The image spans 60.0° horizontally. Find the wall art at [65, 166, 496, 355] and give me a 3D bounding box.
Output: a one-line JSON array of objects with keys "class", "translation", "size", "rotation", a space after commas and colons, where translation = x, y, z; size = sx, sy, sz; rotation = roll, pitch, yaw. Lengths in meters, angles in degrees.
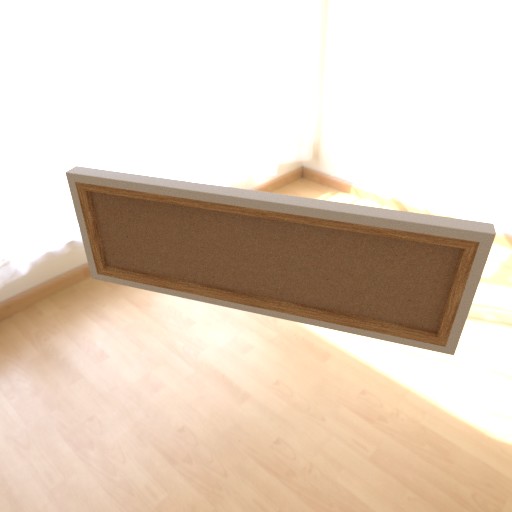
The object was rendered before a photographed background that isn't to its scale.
[{"class": "wall art", "translation": [0.000, 0.000, 0.842], "size": [0.763, 0.255, 0.038], "rotation": [10, 35, 15]}]
